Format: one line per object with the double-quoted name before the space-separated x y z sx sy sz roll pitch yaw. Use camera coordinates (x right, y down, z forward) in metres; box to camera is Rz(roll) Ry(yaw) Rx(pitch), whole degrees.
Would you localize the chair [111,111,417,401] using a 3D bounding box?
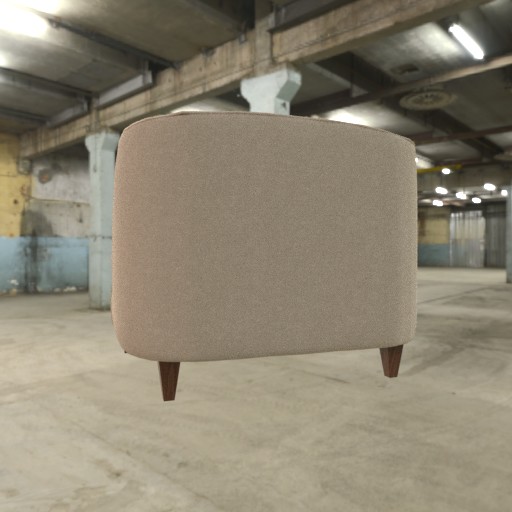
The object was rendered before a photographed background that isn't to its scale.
"chair" 0.000 0.000 1.780 1.104 0.852 0.941 0 0 -19
